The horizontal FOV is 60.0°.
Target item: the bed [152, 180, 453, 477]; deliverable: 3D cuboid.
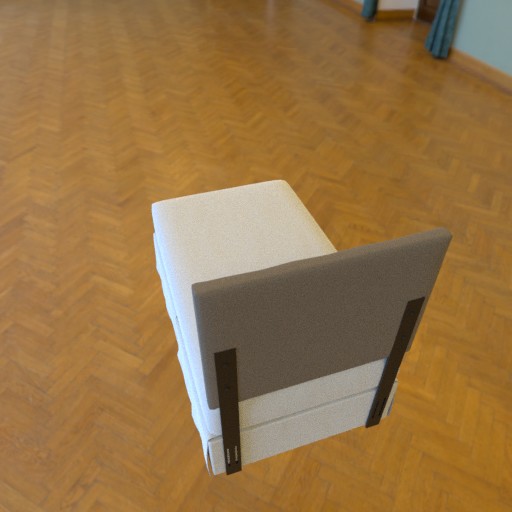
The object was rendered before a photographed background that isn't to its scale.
[{"bbox_3d":[0.000,0.000,2.967,1.261,1.571,1.997,-12,43,-14],"label":"bed"}]
